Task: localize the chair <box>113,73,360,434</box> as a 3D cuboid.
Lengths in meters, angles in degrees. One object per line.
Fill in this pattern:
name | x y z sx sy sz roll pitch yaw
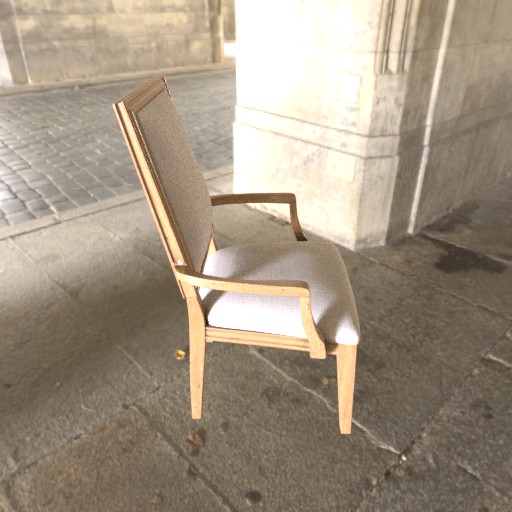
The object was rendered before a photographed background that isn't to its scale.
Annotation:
chair | 0.000 0.000 1.359 0.602 0.990 0.606 1 30 1
